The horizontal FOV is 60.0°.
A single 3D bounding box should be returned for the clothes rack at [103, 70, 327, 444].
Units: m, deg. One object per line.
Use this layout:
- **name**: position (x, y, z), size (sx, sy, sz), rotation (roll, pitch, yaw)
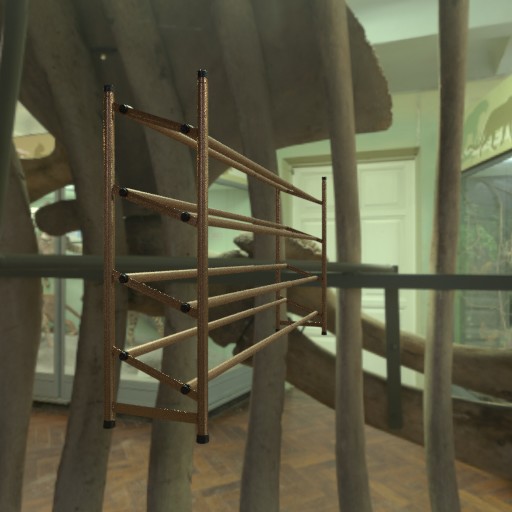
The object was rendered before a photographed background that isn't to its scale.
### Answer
- **clothes rack**: position (0.000, 0.000, 1.378), size (0.229, 0.672, 1.168), rotation (0, 0, 20)
